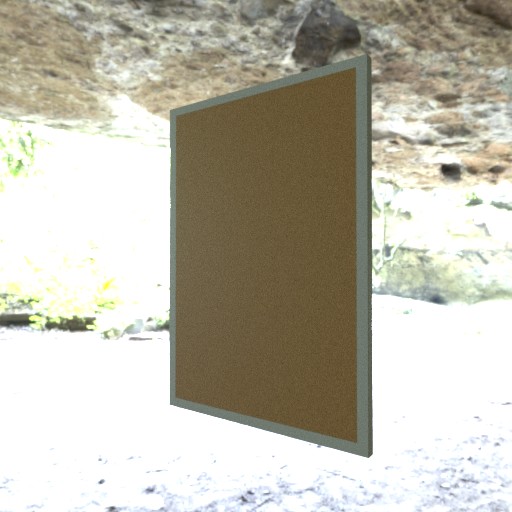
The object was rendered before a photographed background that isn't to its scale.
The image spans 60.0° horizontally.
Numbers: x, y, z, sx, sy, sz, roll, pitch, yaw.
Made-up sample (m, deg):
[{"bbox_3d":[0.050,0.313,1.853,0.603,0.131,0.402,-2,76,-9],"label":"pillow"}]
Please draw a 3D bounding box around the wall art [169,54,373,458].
[{"bbox_3d":[0.000,0.000,0.567,0.303,0.433,0.013,-1,-1,36],"label":"wall art"}]
